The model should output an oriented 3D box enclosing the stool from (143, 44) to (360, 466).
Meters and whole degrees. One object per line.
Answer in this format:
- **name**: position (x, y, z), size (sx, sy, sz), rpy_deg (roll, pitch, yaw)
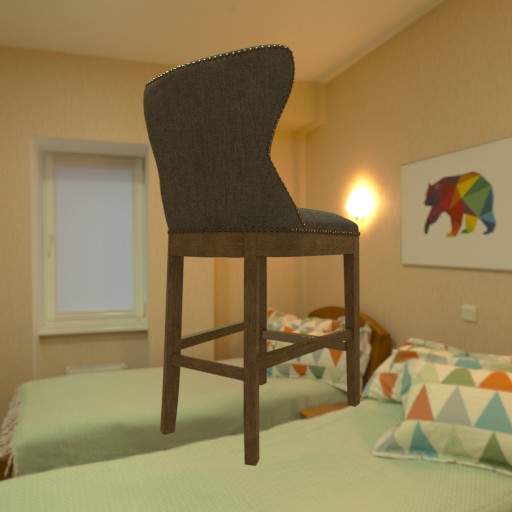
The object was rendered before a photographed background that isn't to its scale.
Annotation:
- **stool**: position (0.000, 0.000, 1.318), size (0.498, 0.981, 0.608), rpy_deg (1, 1, 36)
